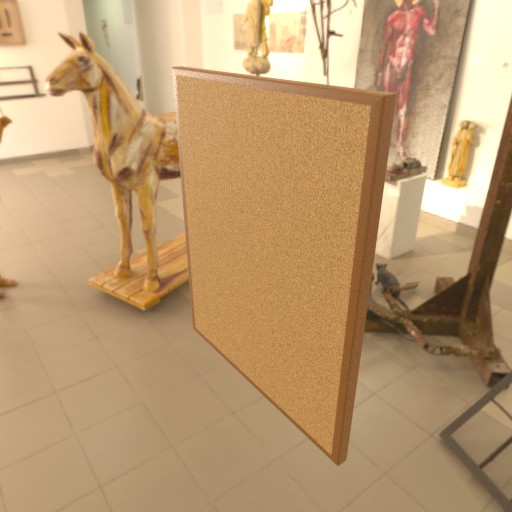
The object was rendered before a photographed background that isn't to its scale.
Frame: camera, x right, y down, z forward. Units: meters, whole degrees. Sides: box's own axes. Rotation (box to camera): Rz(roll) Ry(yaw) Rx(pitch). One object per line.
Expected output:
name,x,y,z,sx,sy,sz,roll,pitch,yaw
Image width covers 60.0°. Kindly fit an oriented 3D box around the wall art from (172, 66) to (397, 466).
wall art,0.000,0.000,0.503,0.015,0.379,0.310,-19,33,-33
